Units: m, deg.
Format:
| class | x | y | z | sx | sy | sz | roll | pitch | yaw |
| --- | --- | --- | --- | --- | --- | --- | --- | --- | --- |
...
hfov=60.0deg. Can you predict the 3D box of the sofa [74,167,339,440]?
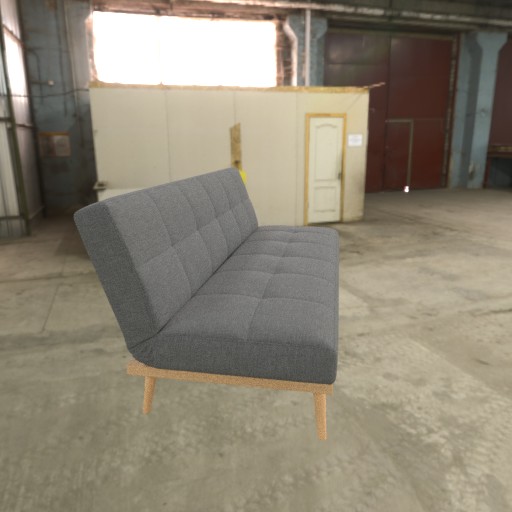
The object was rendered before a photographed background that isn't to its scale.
| class | x | y | z | sx | sy | sz | roll | pitch | yaw |
| --- | --- | --- | --- | --- | --- | --- | --- | --- | --- |
| sofa | 0.000 | 0.000 | 2.205 | 0.820 | 0.770 | 1.820 | 3 | 15 | 10 |
